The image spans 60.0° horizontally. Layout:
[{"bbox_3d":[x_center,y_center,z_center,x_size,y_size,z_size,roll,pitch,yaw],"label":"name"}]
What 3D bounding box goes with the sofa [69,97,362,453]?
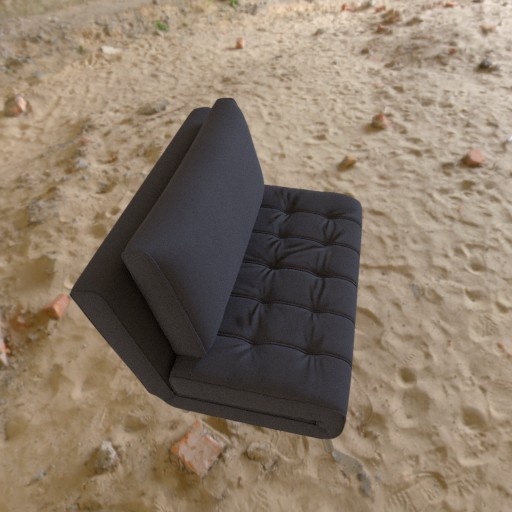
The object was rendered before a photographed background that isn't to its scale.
[{"bbox_3d":[0.000,0.000,1.913,0.910,0.910,1.220,9,46,9],"label":"sofa"}]
